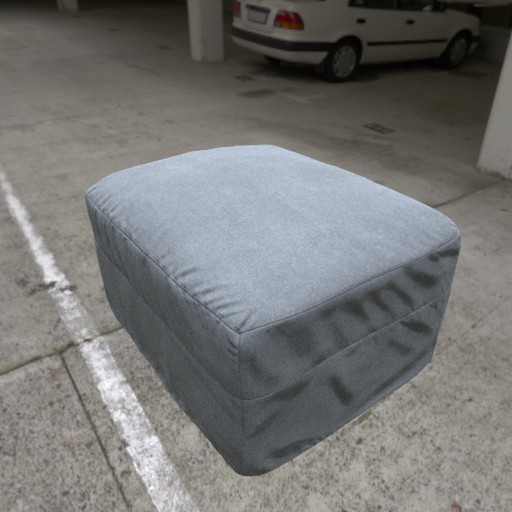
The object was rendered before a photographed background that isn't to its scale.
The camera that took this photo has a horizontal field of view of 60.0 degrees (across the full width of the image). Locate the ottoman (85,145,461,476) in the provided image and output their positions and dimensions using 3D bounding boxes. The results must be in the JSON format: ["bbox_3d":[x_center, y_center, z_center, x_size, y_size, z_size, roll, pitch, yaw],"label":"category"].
[{"bbox_3d":[0.000,0.000,1.216,0.683,0.481,0.837,-20,36,-30],"label":"ottoman"}]
